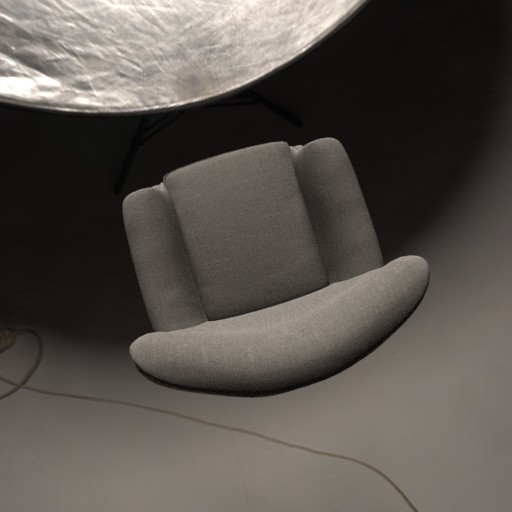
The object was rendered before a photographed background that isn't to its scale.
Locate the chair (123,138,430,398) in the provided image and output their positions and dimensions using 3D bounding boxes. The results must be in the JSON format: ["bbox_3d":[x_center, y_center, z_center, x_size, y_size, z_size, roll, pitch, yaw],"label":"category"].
[{"bbox_3d":[0.000,0.000,1.673,0.861,0.936,0.921,-17,79,-3],"label":"chair"}]
